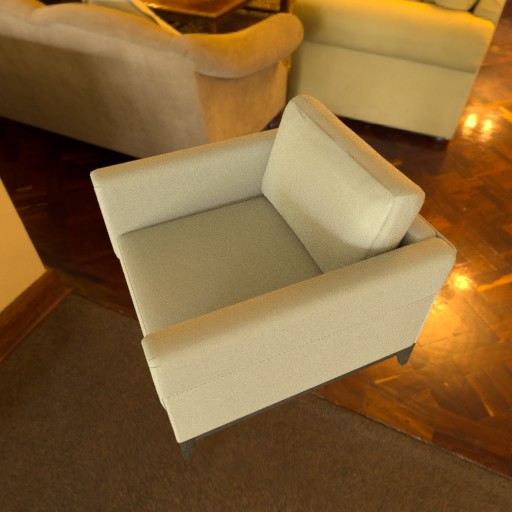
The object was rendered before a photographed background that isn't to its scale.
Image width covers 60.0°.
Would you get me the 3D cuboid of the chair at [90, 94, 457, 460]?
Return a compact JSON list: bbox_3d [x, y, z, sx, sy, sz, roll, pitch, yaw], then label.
[{"bbox_3d":[0.000,0.000,1.652,0.959,0.838,0.914,-17,48,-16],"label":"chair"}]
